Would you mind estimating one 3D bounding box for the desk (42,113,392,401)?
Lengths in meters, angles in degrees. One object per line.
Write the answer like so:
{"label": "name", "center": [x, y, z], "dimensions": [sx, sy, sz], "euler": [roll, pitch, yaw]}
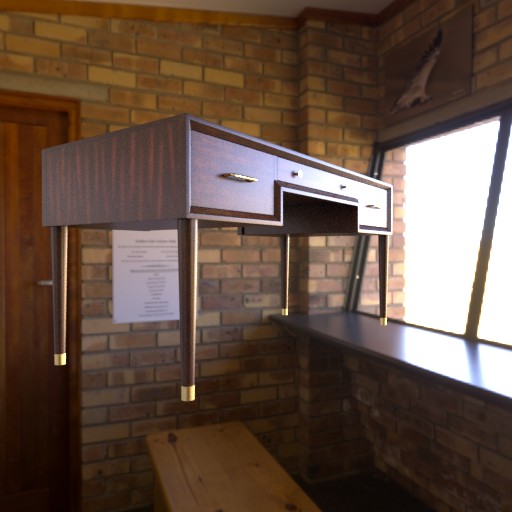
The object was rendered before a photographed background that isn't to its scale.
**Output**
{"label": "desk", "center": [0.000, 0.000, 1.992], "dimensions": [0.724, 0.762, 1.575], "euler": [1, 1, 36]}
